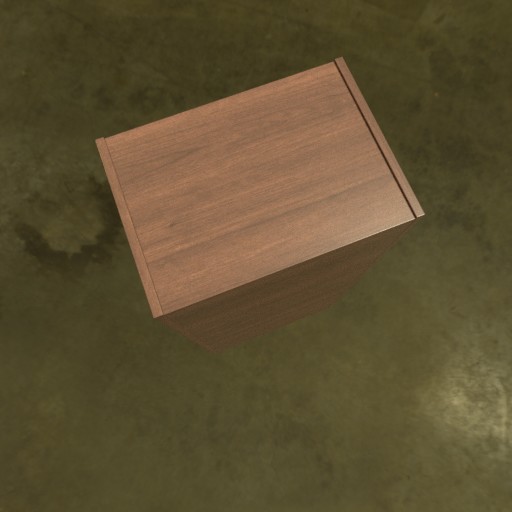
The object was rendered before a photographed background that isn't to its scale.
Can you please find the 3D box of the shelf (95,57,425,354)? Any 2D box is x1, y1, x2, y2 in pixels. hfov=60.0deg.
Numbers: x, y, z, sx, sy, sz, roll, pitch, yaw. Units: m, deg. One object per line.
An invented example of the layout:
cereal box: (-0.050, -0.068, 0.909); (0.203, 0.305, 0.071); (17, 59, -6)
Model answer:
shelf: (0.000, 0.000, 1.079); (0.414, 0.879, 0.290); (-21, 75, -6)
